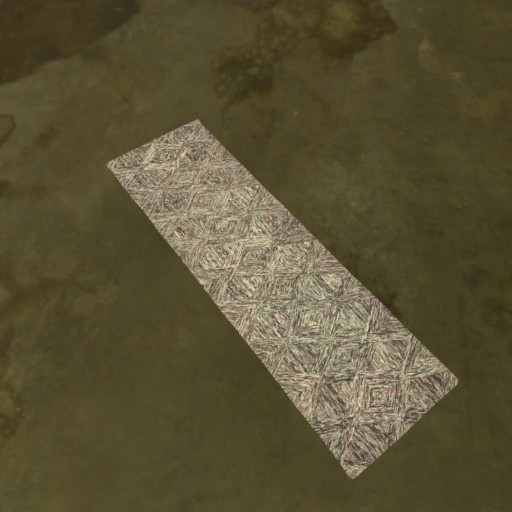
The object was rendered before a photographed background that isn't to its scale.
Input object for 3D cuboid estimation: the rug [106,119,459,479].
[{"bbox_3d":[0.000,0.000,2.489,0.719,0.013,2.305,-33,63,-19],"label":"rug"}]
